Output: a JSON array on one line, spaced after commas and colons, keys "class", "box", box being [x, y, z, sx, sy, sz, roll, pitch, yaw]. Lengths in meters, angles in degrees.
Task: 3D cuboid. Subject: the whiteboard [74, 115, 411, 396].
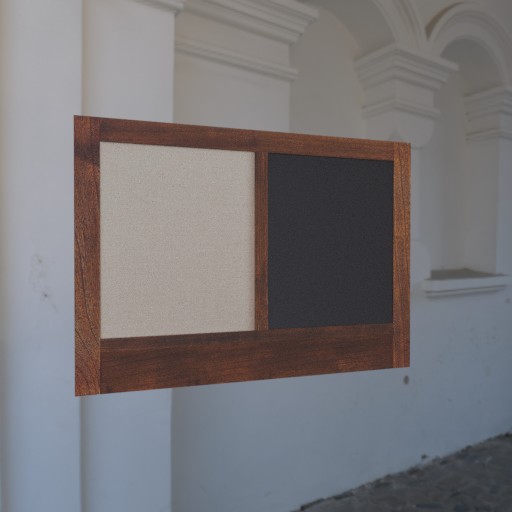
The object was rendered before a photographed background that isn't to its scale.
[{"class": "whiteboard", "box": [0.000, 0.000, 1.018, 0.768, 0.553, 0.083, 0, 1, -17]}]
